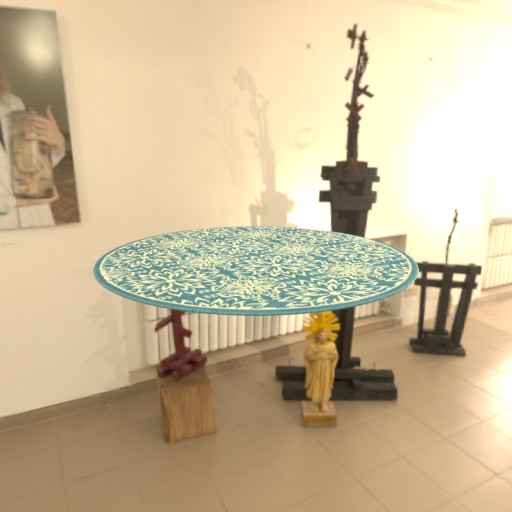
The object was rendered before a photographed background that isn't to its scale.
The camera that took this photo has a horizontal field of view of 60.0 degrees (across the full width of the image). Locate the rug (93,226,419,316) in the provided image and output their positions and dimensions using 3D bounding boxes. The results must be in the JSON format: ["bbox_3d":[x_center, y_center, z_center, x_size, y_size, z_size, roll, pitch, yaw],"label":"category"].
[{"bbox_3d":[0.000,0.000,2.301,1.593,0.012,1.593,0,15,0],"label":"rug"}]
